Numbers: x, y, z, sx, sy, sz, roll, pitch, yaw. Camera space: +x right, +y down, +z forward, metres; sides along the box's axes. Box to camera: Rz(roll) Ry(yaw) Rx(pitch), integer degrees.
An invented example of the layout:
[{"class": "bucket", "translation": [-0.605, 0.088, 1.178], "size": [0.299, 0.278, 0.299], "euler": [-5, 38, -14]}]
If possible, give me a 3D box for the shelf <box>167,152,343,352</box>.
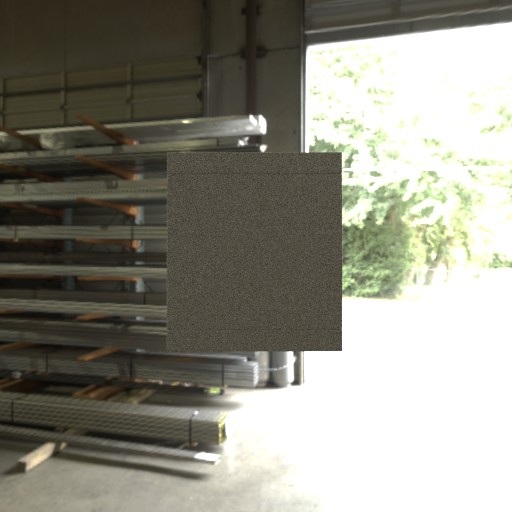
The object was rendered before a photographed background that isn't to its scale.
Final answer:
[{"class": "shelf", "translation": [0.000, 0.000, 0.683], "size": [0.150, 0.170, 0.610], "euler": [0, -1, 0]}]
